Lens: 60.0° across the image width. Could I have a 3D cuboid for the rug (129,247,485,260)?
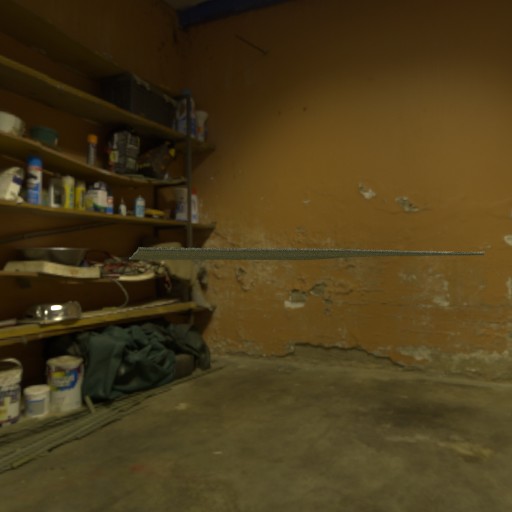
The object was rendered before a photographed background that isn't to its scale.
[{"bbox_3d":[0.000,0.000,2.981,1.613,0.030,2.306,0,-1,-17],"label":"rug"}]
